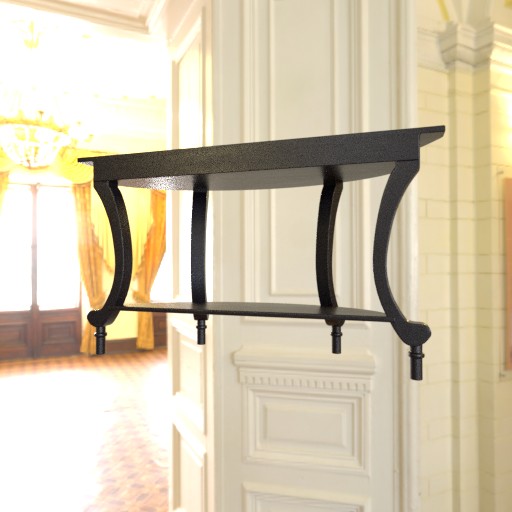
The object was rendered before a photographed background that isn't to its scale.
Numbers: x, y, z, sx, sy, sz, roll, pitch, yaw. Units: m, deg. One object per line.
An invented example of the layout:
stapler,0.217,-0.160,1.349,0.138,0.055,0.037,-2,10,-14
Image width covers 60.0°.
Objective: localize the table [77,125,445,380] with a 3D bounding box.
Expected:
table,0.000,0.000,1.557,1.198,0.692,0.394,0,-1,18
